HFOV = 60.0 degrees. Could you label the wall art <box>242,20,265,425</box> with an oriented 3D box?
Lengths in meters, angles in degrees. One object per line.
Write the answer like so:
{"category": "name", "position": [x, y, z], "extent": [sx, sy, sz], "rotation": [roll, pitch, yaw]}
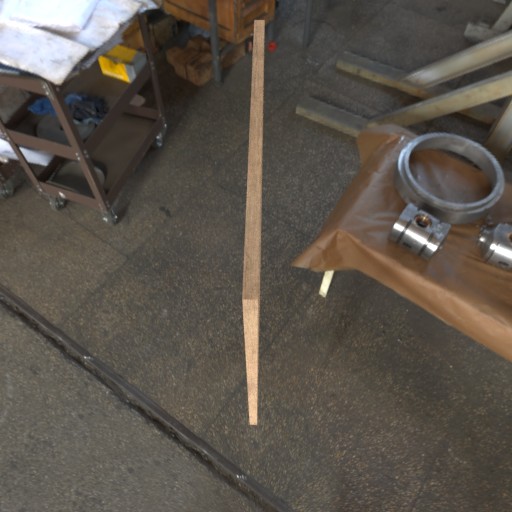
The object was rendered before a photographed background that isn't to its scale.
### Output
{"category": "wall art", "position": [0.000, 0.000, 0.917], "extent": [0.018, 0.686, 0.534], "rotation": [1, 58, 1]}
